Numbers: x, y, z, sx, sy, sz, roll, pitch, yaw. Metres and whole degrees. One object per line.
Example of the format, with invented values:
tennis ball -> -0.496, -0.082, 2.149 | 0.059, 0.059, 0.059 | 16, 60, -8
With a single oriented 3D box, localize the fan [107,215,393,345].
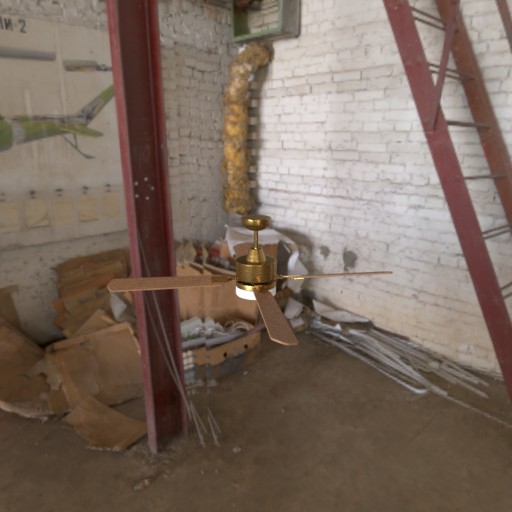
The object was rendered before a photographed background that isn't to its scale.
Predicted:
fan -> 0.000, 0.000, 2.010 | 1.320, 0.355, 1.320 | -2, 16, -8
